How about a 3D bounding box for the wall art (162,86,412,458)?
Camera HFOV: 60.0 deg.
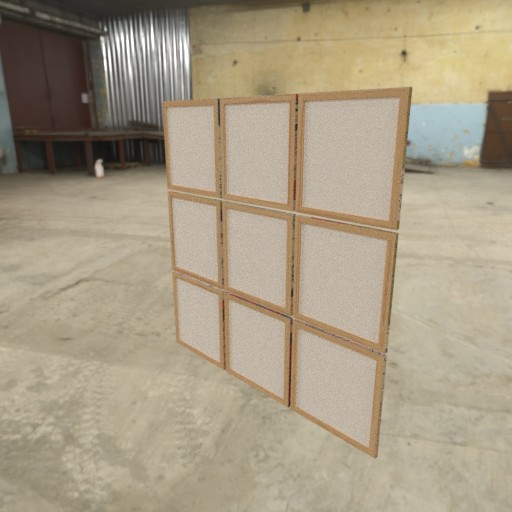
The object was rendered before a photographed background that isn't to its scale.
[{"bbox_3d":[0.000,0.000,1.344,0.013,0.913,0.904,-16,23,-42],"label":"wall art"}]
